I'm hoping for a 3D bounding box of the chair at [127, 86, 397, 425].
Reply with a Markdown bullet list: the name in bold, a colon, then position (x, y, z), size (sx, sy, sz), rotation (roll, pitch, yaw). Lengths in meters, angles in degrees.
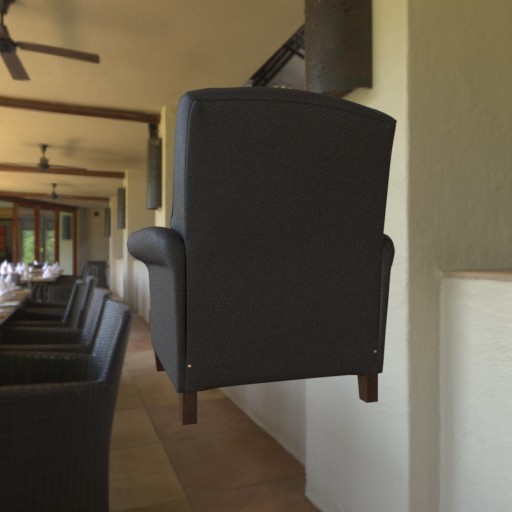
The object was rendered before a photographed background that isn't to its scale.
- **chair**: position (0.000, 0.000, 1.810), size (0.978, 1.061, 0.902), rotation (0, 0, -19)
